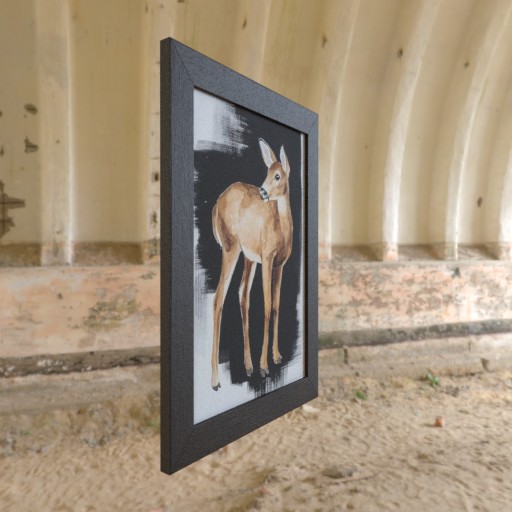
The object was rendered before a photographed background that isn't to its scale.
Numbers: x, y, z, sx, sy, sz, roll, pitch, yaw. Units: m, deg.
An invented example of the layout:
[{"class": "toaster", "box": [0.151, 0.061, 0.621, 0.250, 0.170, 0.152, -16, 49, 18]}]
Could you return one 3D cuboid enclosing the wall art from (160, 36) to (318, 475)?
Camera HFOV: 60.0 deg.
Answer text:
[{"class": "wall art", "box": [0.000, 0.000, 0.667, 0.017, 0.513, 0.359, 0, 0, 37]}]
